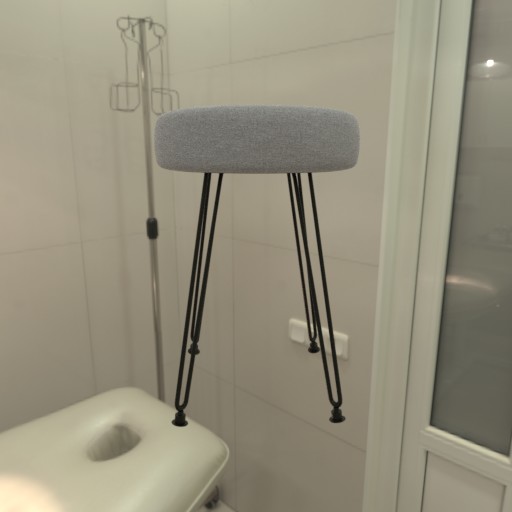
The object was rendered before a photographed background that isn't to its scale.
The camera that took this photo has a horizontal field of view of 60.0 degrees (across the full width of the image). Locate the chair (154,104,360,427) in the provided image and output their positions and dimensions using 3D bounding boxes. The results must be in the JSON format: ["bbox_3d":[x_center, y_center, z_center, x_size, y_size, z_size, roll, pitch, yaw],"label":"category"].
[{"bbox_3d":[0.000,0.000,0.703,0.350,0.440,0.350,12,18,41],"label":"chair"}]
